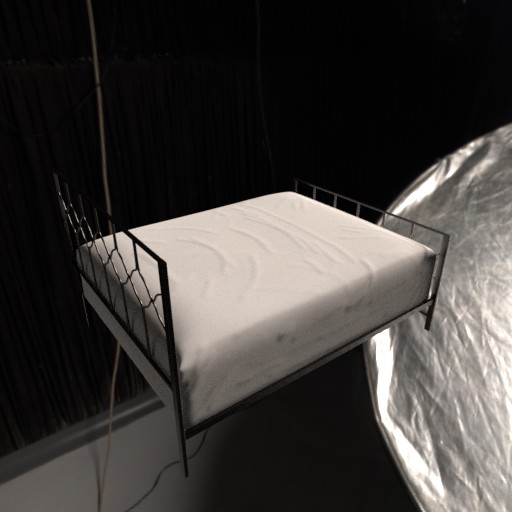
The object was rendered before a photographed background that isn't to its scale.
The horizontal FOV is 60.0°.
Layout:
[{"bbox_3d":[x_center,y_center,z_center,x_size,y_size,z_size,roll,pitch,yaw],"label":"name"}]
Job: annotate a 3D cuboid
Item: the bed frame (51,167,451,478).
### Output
[{"bbox_3d":[0.000,0.000,3.062,2.063,1.222,1.597,-19,33,-32],"label":"bed frame"}]
